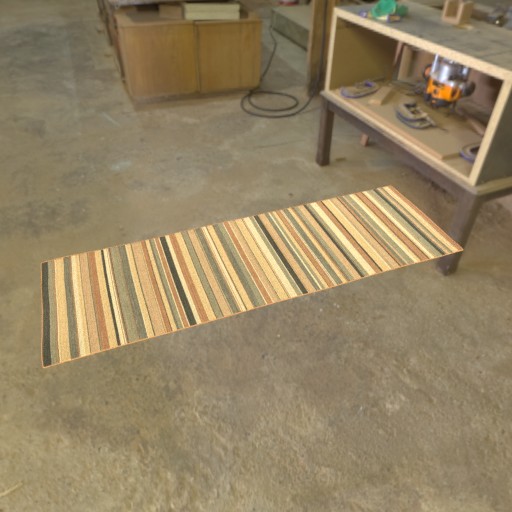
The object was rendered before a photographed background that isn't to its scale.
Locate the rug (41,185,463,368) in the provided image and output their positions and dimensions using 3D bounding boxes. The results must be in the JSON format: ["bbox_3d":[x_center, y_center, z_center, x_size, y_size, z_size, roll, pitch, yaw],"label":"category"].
[{"bbox_3d":[0.000,0.000,2.683,2.444,0.010,0.799,-14,43,-16],"label":"rug"}]
